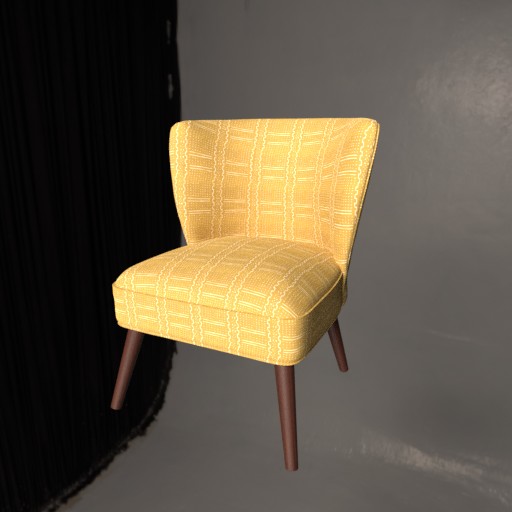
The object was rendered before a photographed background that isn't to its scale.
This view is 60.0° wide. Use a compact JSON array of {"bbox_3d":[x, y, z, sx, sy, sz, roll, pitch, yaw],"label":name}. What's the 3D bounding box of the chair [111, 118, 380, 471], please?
[{"bbox_3d":[0.000,0.000,1.430,0.706,0.866,0.758,8,17,25],"label":"chair"}]
